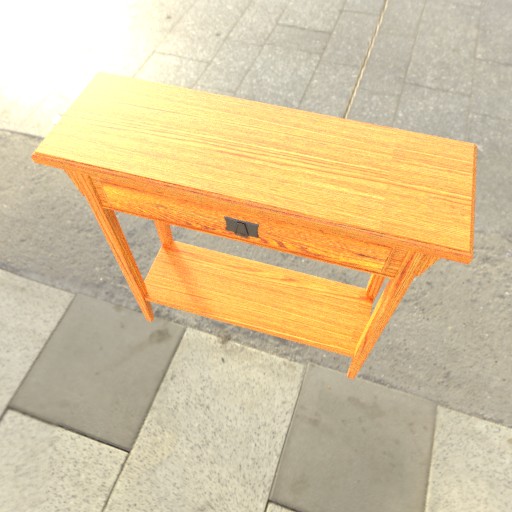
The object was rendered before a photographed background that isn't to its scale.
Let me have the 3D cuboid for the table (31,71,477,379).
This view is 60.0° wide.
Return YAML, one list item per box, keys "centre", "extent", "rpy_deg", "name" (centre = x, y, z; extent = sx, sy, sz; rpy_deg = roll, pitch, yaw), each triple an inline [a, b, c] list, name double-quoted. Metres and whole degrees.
- centre: [0.000, 0.000, 1.089]
  extent: [0.762, 0.711, 0.254]
  rpy_deg: [14, 58, 9]
  name: "table"
